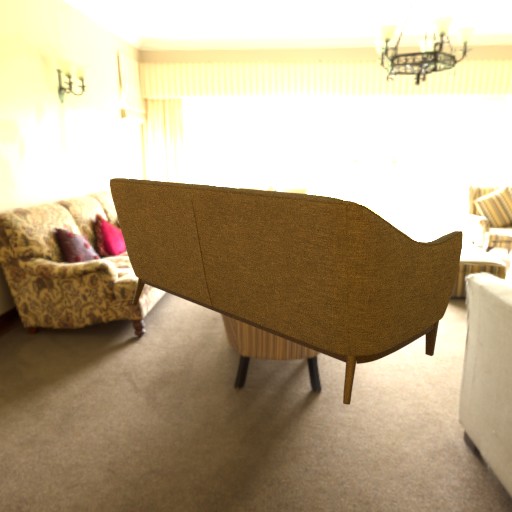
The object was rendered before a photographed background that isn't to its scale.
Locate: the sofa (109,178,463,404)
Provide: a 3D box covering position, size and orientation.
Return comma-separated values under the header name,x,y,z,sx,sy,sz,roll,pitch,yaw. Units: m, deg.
name,x,y,z,sx,sy,sz,roll,pitch,yaw
sofa,0.000,0.000,2.460,0.867,0.829,1.928,-13,19,-43
